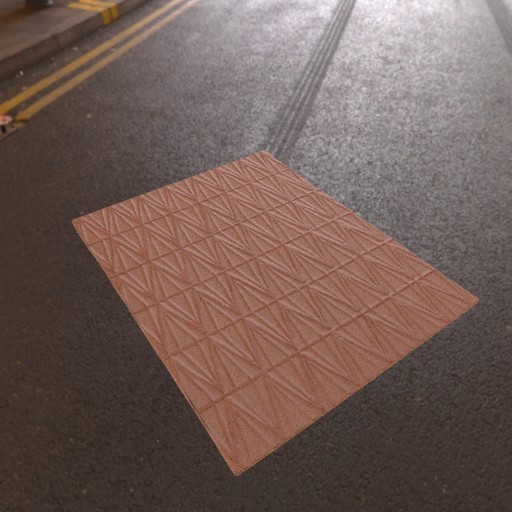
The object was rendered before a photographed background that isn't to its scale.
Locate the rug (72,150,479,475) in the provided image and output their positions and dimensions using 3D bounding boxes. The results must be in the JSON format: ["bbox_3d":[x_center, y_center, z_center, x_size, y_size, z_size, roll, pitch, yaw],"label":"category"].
[{"bbox_3d":[0.000,0.000,4.090,2.453,0.043,3.052,-26,48,-25],"label":"rug"}]
